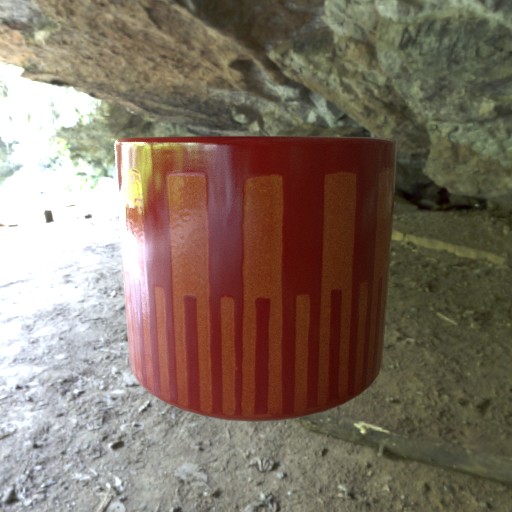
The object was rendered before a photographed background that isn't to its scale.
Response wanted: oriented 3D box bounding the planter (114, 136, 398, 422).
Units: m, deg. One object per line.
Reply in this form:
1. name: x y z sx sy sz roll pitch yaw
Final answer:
1. planter: 0.000 0.000 0.398 0.230 0.202 0.230 0 14 0
